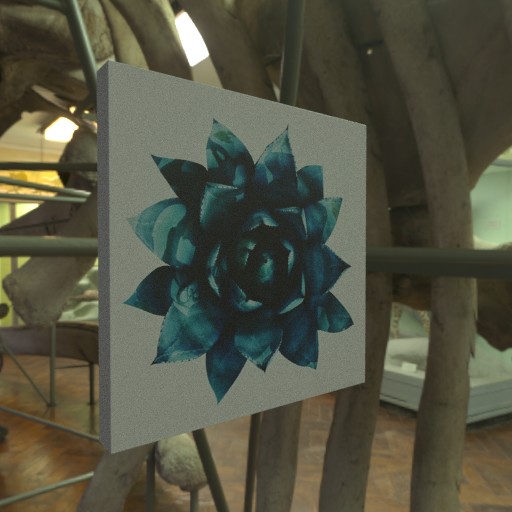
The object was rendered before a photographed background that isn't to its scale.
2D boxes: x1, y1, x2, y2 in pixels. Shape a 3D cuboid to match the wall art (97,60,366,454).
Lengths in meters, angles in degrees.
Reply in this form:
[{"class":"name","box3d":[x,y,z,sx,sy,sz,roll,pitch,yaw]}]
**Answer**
[{"class":"wall art","box3d":[0.000,0.000,0.594,0.406,0.406,0.038,-1,2,-37]}]
